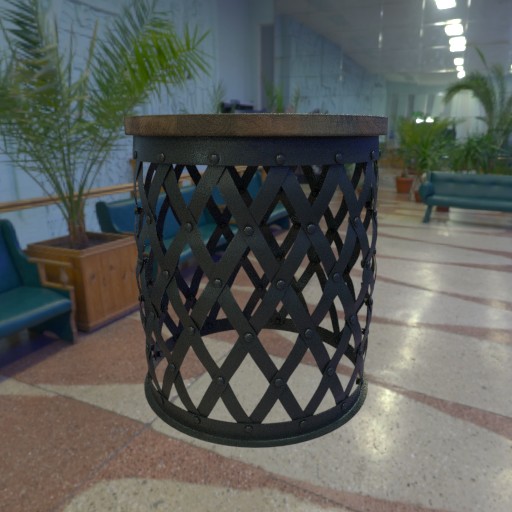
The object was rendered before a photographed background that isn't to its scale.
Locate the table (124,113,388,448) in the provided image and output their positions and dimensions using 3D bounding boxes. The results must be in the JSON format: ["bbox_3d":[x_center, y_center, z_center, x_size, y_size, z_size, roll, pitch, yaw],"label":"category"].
[{"bbox_3d":[0.000,0.000,0.765,0.405,0.454,0.405,0,16,0],"label":"table"}]
